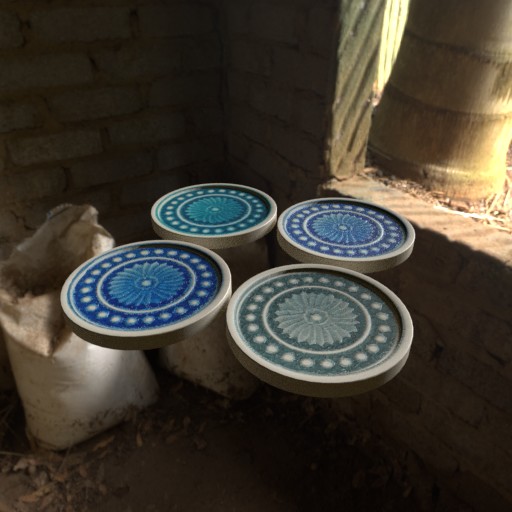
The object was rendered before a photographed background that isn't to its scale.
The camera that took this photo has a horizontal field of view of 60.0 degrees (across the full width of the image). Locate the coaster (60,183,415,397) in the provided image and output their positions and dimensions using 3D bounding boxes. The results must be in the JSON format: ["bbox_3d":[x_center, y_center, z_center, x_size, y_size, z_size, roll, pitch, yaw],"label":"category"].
[{"bbox_3d":[0.000,0.000,0.324,0.220,0.010,0.224,9,33,15],"label":"coaster"}]
